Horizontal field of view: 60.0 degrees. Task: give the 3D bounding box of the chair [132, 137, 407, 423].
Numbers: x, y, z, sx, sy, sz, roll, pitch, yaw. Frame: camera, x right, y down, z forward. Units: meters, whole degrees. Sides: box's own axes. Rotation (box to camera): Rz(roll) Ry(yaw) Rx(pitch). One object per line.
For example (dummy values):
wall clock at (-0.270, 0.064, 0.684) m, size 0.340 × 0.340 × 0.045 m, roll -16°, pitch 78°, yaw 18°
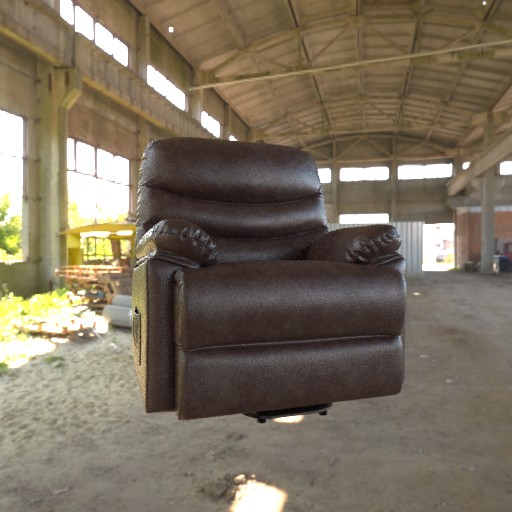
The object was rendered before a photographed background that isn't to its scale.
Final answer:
chair at (0.000, 0.000, 1.741) m, size 0.940 × 1.041 × 0.879 m, roll 0°, pitch 0°, yaw -19°
